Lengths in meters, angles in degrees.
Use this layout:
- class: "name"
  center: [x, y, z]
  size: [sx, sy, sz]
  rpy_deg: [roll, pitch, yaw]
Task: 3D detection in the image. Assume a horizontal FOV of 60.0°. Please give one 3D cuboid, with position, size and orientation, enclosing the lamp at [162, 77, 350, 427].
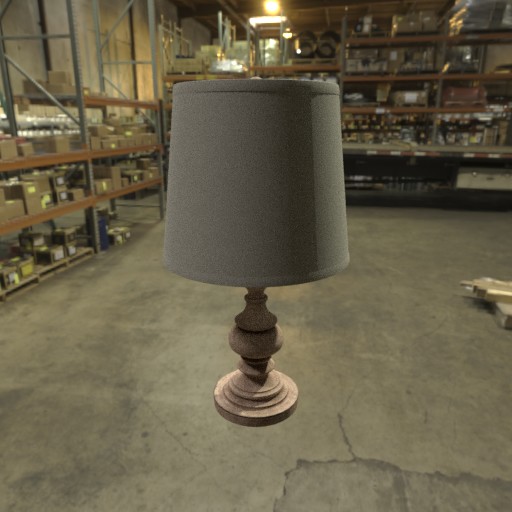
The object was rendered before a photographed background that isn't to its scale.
- class: "lamp"
  center: [0.000, 0.000, 0.660]
  size: [0.273, 0.497, 0.273]
  rpy_deg: [0, 17, 0]
